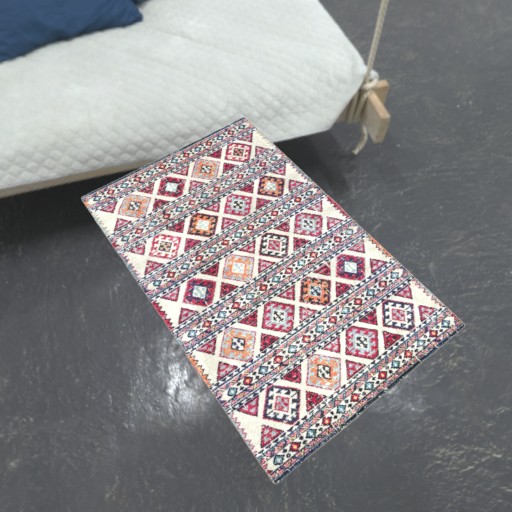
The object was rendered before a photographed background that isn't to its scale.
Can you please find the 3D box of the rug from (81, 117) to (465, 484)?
[{"bbox_3d":[0.000,0.000,3.103,1.545,0.010,2.440,-32,63,-18],"label":"rug"}]
